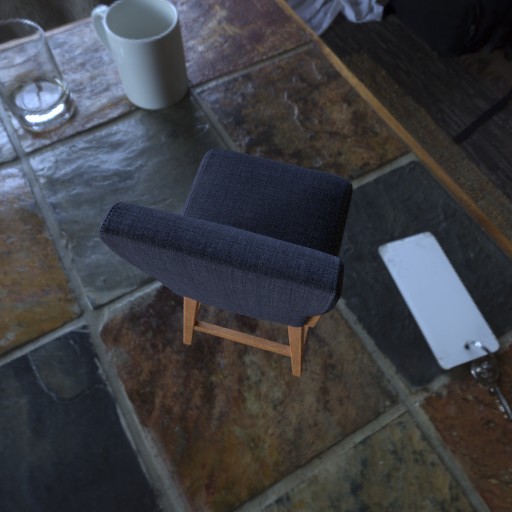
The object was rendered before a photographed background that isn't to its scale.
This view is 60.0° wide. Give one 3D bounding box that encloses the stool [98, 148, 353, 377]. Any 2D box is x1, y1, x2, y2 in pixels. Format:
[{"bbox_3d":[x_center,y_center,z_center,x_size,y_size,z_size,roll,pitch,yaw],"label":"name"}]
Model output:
[{"bbox_3d":[0.000,0.000,1.284,0.459,1.010,0.526,15,66,7],"label":"stool"}]
